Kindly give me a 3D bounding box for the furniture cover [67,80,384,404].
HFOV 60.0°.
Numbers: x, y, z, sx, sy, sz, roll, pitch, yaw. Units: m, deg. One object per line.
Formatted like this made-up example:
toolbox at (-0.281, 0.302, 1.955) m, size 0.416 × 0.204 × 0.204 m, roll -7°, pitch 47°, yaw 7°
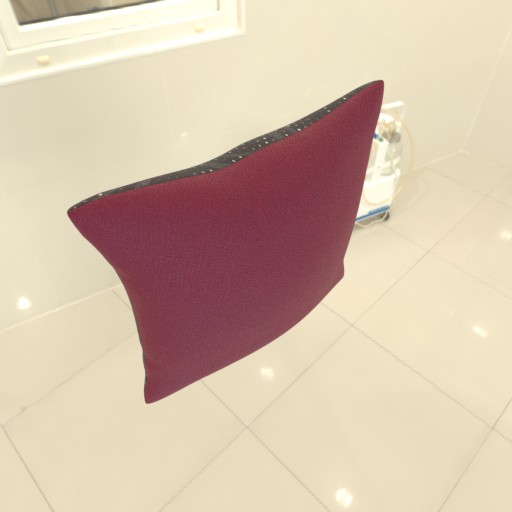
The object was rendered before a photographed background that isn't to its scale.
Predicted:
furniture cover at (0.000, 0.000, 0.811) m, size 0.552 × 0.509 × 0.193 m, roll -29°, pitch 53°, yaw -25°
